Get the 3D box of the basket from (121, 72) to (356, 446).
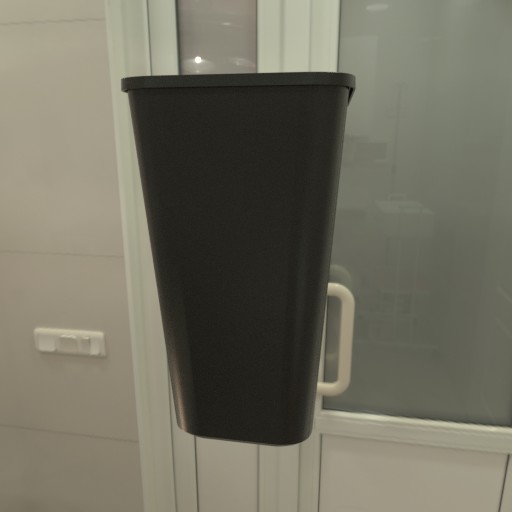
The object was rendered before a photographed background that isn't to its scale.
[{"bbox_3d":[0.000,0.000,0.744,0.287,0.521,0.394,3,15,9],"label":"basket"}]
